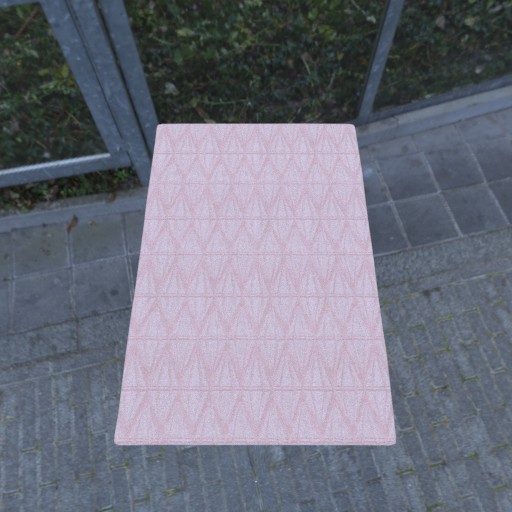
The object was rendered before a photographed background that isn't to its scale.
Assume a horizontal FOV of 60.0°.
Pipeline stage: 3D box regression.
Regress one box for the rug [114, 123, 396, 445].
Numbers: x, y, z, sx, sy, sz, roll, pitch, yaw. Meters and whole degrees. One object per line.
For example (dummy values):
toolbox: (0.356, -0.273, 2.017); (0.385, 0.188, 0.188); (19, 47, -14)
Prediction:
rug: (0.000, 0.000, 3.035); (1.609, 0.015, 2.390); (0, 63, 0)
